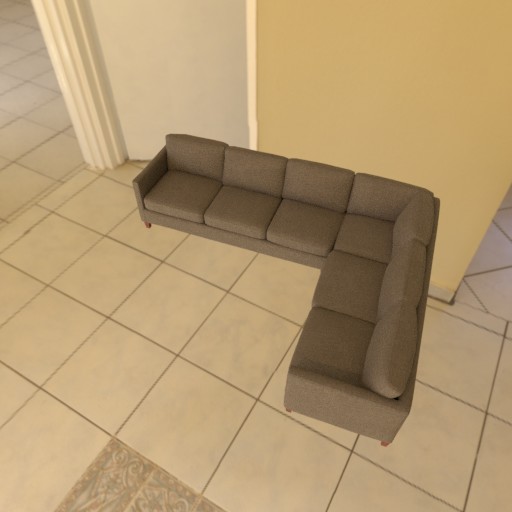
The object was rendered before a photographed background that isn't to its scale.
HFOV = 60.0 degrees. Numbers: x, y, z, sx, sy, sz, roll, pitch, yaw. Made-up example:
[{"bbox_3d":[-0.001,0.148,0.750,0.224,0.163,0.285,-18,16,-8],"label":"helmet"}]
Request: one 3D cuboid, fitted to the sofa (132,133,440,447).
[{"bbox_3d":[0.000,0.000,4.502,3.302,0.947,2.593,15,49,14],"label":"sofa"}]
